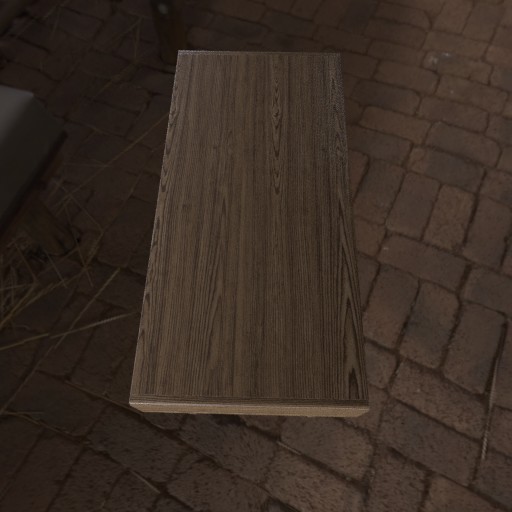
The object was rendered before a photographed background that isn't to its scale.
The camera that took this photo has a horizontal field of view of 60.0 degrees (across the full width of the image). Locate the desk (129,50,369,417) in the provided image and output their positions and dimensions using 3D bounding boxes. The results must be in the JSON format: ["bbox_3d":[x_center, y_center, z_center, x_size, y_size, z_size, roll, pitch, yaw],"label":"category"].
[{"bbox_3d":[0.000,0.000,1.497,0.508,0.755,1.067,1,64,1],"label":"desk"}]
